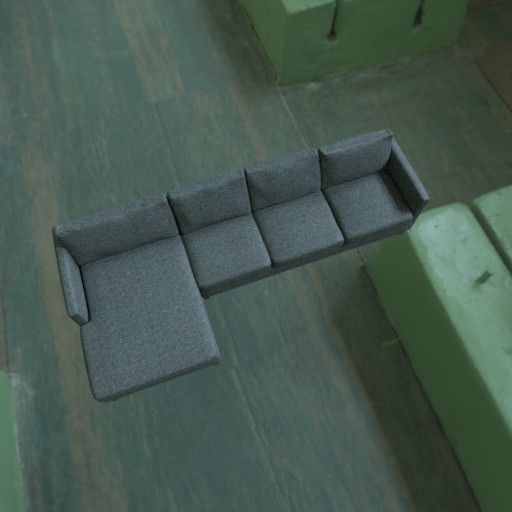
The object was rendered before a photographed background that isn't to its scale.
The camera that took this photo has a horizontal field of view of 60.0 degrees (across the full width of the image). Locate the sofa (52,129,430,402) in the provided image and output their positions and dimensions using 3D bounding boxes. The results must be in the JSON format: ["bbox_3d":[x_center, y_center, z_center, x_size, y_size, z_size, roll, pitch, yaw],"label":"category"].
[{"bbox_3d":[0.000,0.000,4.237,3.485,0.960,1.635,-18,66,-8],"label":"sofa"}]
